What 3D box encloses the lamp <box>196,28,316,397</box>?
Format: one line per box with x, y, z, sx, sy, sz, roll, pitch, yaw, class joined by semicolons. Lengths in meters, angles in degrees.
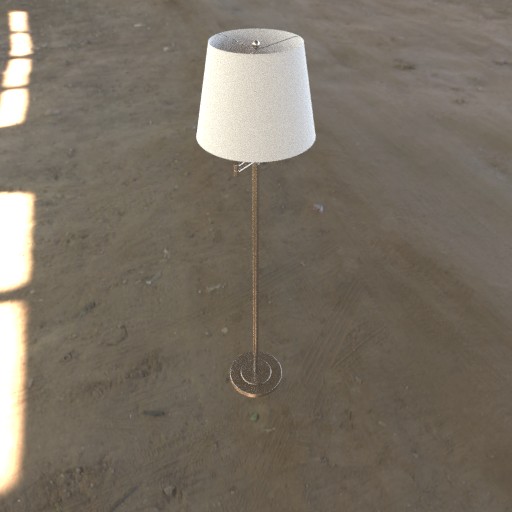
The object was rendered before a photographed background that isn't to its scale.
0.000;0.000;1.635;0.355;1.473;0.355;0;40;0;lamp
